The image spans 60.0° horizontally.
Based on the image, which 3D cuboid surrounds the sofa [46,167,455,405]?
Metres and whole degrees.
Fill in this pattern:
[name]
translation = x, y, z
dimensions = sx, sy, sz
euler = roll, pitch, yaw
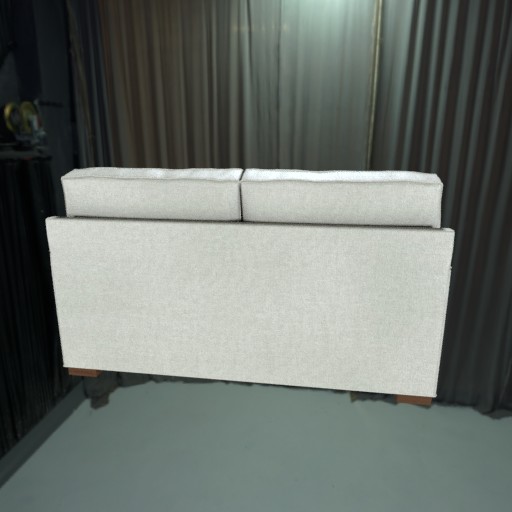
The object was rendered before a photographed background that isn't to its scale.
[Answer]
[sofa]
translation = 0.000, 0.000, 2.074
dimensions = 1.484, 0.853, 0.940
euler = 2, 16, 8
